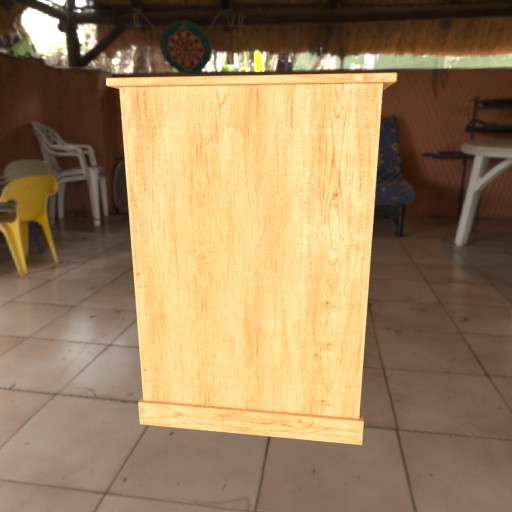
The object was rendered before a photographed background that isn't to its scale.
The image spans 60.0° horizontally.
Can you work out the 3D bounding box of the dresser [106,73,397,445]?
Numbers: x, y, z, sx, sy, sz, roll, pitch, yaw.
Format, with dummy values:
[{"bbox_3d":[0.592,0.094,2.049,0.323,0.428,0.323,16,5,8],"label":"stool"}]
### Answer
[{"bbox_3d":[0.000,0.000,1.776,0.915,1.300,0.485,2,16,8],"label":"dresser"}]
